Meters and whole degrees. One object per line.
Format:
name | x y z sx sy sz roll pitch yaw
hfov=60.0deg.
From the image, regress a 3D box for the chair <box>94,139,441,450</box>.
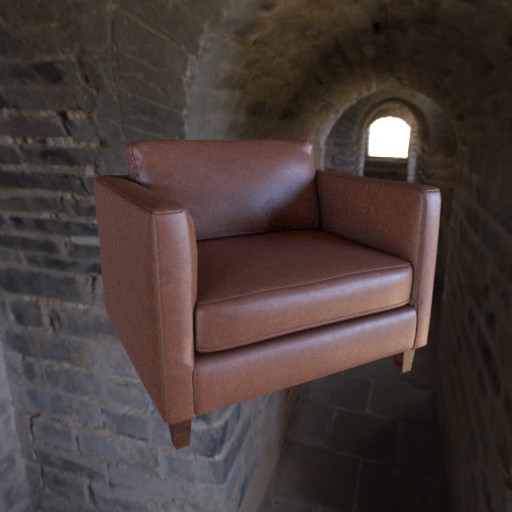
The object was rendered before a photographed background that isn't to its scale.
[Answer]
chair | 0.000 0.000 1.814 1.107 0.917 0.959 -8 18 -27
